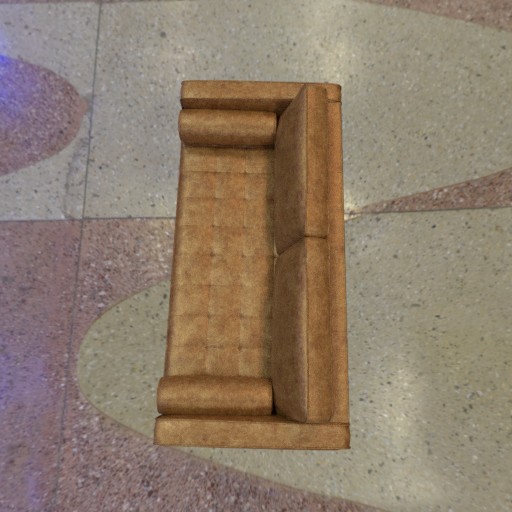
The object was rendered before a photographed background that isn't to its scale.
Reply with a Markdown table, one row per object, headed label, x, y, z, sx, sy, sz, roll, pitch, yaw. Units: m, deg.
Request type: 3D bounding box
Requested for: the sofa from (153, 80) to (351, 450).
| label | x | y | z | sx | sy | sz | roll | pitch | yaw |
| --- | --- | --- | --- | --- | --- | --- | --- | --- | --- |
| sofa | 0.000 | 0.000 | 2.423 | 0.924 | 0.825 | 1.920 | 1 | 75 | 0 |
